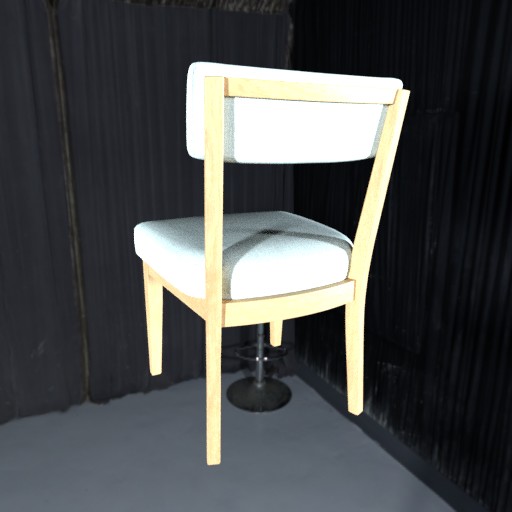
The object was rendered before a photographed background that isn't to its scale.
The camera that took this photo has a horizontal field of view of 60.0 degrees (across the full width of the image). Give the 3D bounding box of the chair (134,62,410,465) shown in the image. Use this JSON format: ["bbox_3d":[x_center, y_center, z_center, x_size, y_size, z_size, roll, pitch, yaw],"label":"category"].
[{"bbox_3d":[0.000,0.000,1.143,0.508,0.832,0.572,-7,16,-27],"label":"chair"}]
